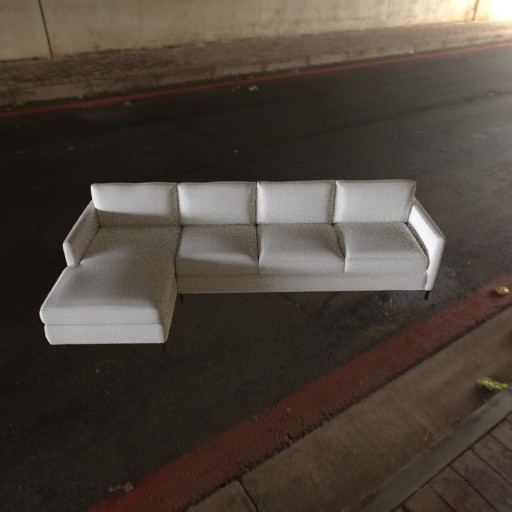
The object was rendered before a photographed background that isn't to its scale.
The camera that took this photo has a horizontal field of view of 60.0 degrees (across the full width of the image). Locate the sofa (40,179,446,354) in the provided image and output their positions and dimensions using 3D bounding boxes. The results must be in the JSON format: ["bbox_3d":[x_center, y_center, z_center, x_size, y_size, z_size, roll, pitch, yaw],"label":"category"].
[{"bbox_3d":[0.000,0.000,3.809,3.186,0.875,1.467,-1,33,-1],"label":"sofa"}]
